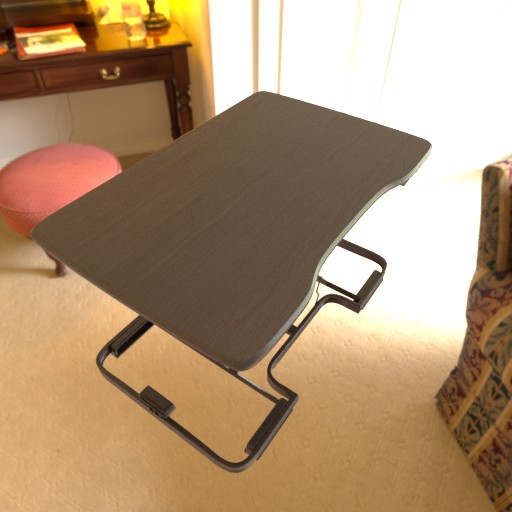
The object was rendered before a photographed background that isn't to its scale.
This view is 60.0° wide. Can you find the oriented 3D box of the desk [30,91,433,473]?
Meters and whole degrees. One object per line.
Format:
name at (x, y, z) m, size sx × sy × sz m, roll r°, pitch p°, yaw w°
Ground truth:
desk at (0.000, 0.000, 1.147) m, size 0.546 × 0.470 × 0.820 m, roll 26°, pitch 50°, yaw 25°
